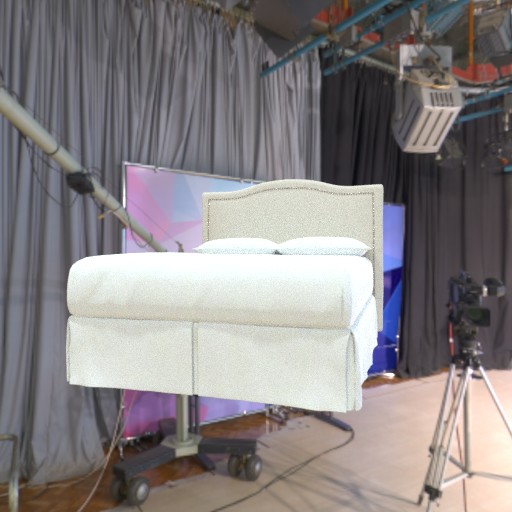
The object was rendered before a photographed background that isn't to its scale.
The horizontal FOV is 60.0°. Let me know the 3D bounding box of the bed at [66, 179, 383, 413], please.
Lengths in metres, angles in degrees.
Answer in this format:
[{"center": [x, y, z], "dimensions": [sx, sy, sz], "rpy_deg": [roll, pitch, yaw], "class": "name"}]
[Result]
[{"center": [0.000, 0.000, 3.268], "dimensions": [1.753, 1.460, 2.143], "rpy_deg": [0, 0, 17], "class": "bed"}]
